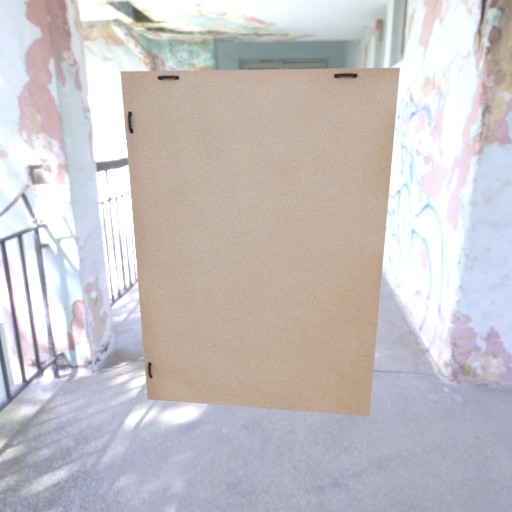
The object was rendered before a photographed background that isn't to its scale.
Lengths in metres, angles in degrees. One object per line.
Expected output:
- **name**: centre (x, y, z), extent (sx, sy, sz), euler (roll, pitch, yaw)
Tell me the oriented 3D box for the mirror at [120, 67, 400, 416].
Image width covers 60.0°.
- **mirror**: centre (0.000, 0.000, 0.915), extent (0.507, 0.710, 0.039), euler (2, 17, 7)
